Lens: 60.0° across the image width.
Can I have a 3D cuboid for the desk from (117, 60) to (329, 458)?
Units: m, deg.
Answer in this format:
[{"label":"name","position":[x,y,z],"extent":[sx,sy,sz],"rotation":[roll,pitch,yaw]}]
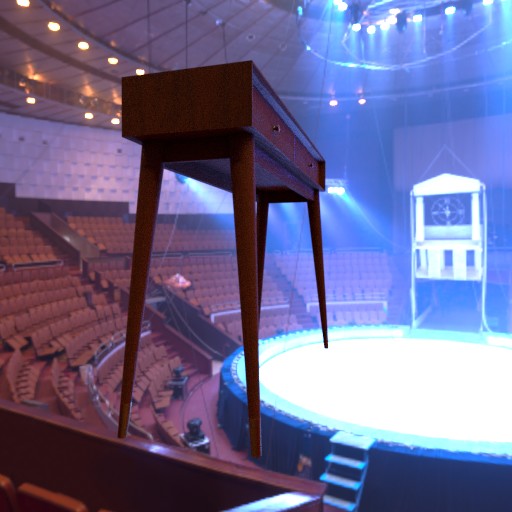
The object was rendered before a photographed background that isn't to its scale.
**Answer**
[{"label":"desk","position":[0.000,0.000,1.646],"extent":[0.384,0.917,1.204],"rotation":[0,1,17]}]
